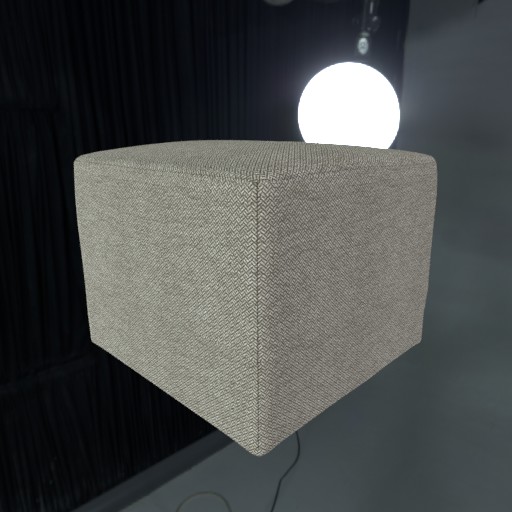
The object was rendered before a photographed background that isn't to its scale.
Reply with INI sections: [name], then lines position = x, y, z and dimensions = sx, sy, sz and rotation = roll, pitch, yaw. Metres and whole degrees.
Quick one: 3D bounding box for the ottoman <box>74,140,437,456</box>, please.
[ottoman]
position = 0.000, 0.000, 0.901
dimensions = 0.519, 0.453, 0.512
rotation = 15, 22, 43
